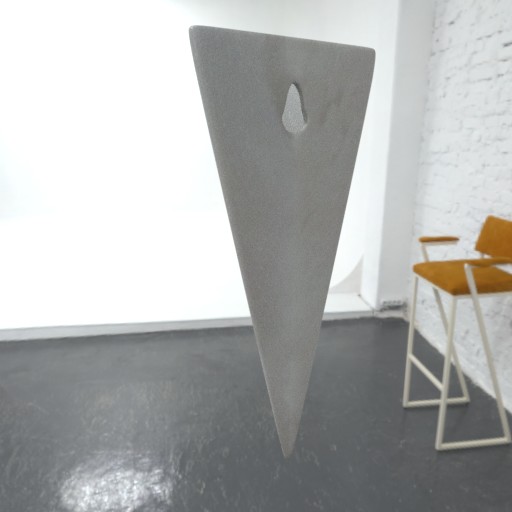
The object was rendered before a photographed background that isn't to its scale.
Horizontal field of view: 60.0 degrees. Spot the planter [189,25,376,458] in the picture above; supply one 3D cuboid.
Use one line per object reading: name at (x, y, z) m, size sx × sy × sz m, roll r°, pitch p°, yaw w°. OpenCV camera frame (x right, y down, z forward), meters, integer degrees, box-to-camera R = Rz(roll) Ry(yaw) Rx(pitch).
planter at (0.000, 0.000, 0.153) m, size 0.058 × 0.130 × 0.047 m, roll -7°, pitch 16°, yaw -27°
